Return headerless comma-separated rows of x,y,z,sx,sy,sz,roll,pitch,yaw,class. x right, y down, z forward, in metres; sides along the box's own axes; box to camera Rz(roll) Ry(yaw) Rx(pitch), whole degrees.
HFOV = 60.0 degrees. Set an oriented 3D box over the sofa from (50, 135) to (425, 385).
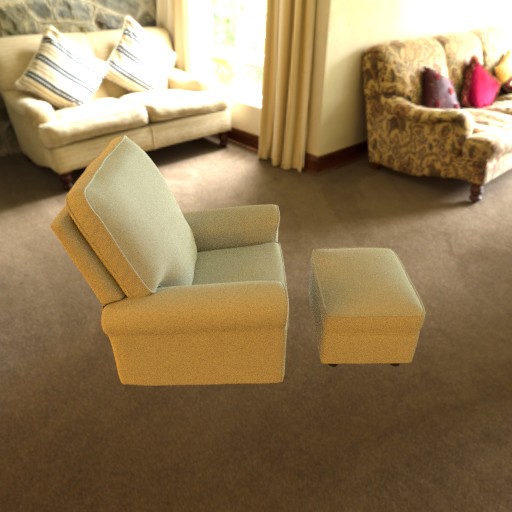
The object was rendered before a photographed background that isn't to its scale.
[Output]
0.000,0.000,2.051,1.478,0.959,0.880,0,33,-1,sofa
